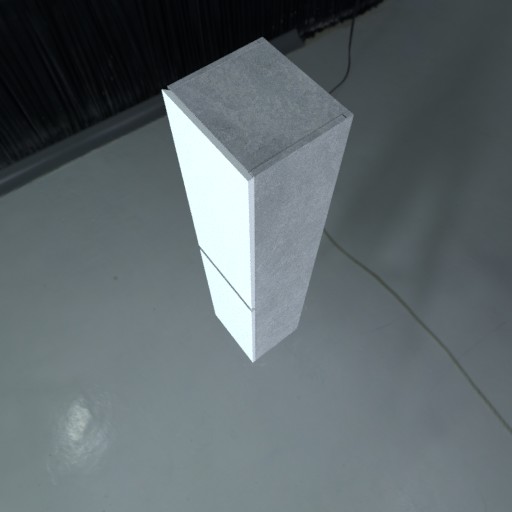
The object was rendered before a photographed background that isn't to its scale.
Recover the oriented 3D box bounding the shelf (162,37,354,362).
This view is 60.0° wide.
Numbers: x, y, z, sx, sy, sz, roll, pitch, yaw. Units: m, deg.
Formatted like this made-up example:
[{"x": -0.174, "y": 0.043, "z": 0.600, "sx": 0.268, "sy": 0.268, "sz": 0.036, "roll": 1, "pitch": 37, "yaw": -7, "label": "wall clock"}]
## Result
[{"x": 0.000, "y": 0.000, "z": 1.539, "sx": 0.270, "sy": 1.400, "sz": 0.300, "roll": -35, "pitch": 68, "yaw": -16, "label": "shelf"}]
